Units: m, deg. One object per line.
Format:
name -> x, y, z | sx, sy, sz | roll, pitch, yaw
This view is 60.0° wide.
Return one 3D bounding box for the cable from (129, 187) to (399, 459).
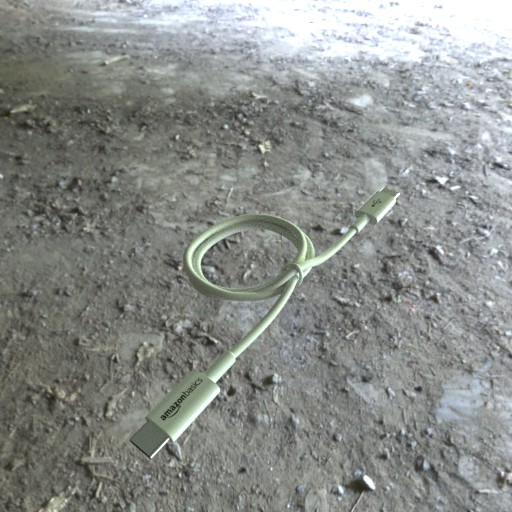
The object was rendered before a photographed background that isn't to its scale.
cable -> 0.000, 0.000, 0.223 | 0.070, 0.014, 0.203 | 26, 48, 27
